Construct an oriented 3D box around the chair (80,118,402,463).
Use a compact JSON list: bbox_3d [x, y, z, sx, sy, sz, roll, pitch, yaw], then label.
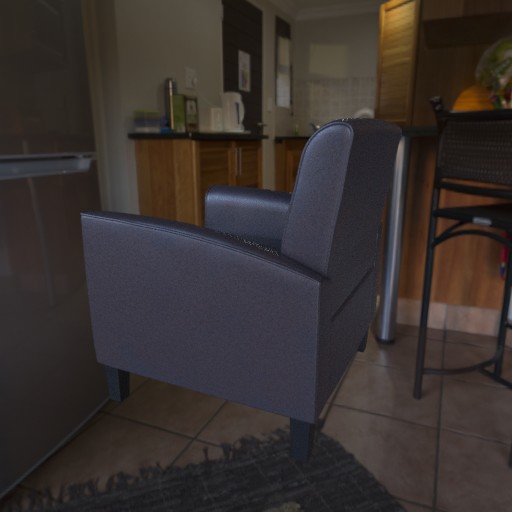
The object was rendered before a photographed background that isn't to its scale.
[{"bbox_3d":[0.000,0.000,1.561,0.819,0.916,0.820,7,17,25],"label":"chair"}]
